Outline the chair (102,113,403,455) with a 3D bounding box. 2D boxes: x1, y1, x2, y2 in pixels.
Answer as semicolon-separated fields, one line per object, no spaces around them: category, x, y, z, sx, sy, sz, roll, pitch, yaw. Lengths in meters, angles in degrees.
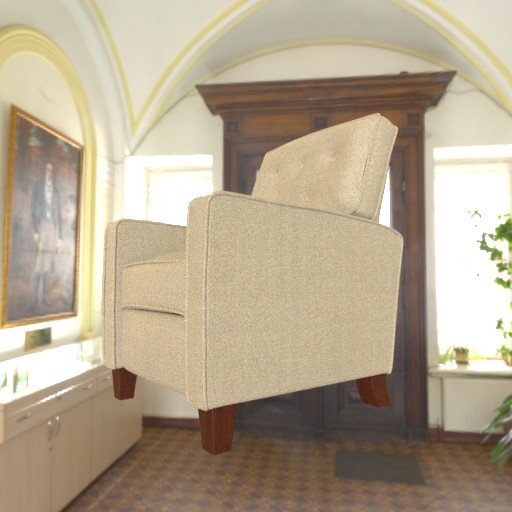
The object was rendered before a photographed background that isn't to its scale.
chair;0.000;0.000;1.390;0.754;0.888;0.648;2;-4;-37
